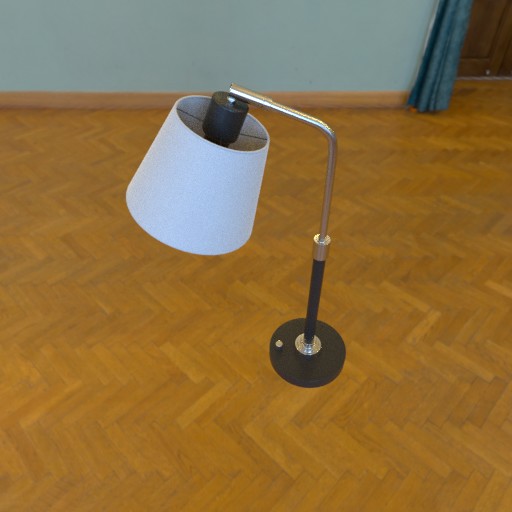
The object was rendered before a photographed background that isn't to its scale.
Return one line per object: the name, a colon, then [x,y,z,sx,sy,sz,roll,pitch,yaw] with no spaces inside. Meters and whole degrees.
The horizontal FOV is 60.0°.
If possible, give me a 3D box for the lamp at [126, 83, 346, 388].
lamp: [0.000,0.000,0.688,0.348,0.539,0.181,-1,43,-1]
